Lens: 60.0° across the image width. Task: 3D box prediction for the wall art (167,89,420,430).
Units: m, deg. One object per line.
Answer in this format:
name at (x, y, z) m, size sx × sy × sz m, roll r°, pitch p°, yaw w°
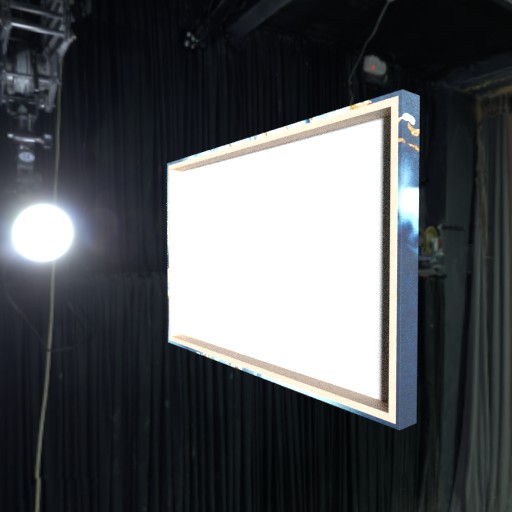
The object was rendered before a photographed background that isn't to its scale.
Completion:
wall art at (0.000, 0.000, 0.777) m, size 0.036 × 0.405 × 0.607 m, roll -1°, pitch 2°, yaw -38°
